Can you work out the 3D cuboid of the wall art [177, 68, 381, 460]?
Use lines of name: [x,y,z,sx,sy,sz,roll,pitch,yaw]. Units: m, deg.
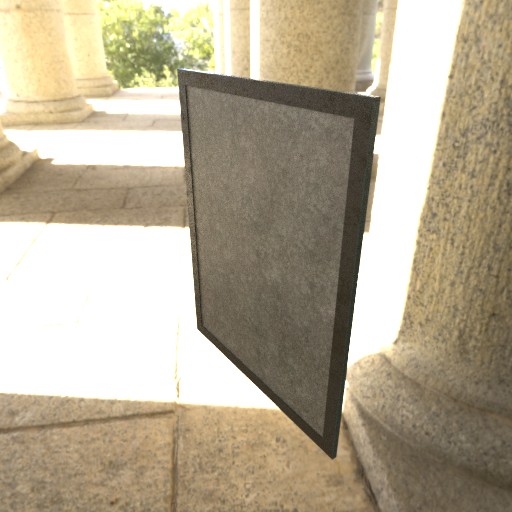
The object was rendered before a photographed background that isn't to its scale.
wall art: [0.000,0.000,1.319,0.030,0.983,0.767,-19,33,-32]
